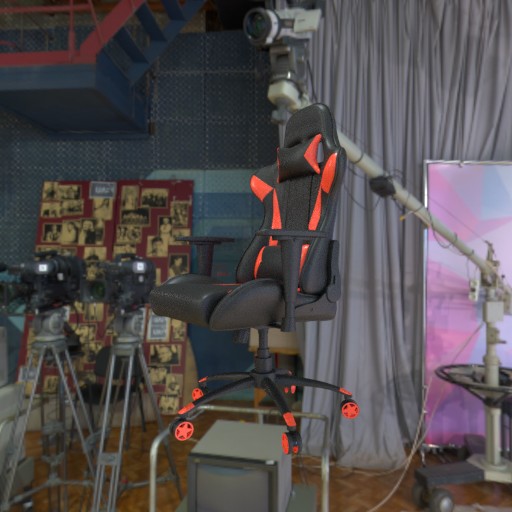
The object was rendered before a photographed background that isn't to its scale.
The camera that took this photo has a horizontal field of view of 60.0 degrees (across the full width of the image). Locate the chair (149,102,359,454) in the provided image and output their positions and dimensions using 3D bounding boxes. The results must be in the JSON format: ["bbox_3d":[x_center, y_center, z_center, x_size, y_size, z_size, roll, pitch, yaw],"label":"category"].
[{"bbox_3d":[0.000,0.000,1.740,0.730,1.282,0.695,0,0,-35],"label":"chair"}]
